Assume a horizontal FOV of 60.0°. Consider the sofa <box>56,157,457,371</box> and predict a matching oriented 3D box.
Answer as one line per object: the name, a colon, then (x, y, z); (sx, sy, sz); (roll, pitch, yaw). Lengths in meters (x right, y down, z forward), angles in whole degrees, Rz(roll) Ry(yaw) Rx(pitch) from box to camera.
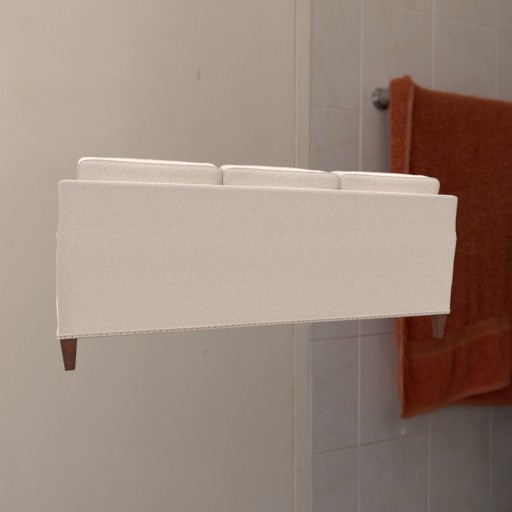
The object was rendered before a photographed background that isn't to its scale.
sofa: (0.000, 0.000, 2.767); (2.246, 1.003, 1.084); (-1, 2, -19)
